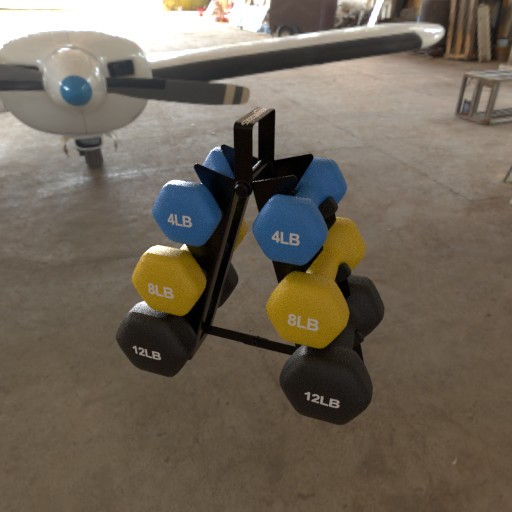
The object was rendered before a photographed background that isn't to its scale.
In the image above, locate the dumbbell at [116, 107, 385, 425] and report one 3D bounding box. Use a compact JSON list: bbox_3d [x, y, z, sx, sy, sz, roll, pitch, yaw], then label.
[{"bbox_3d":[0.000,0.000,0.683,0.409,0.426,0.255,10,33,17],"label":"dumbbell"}]
